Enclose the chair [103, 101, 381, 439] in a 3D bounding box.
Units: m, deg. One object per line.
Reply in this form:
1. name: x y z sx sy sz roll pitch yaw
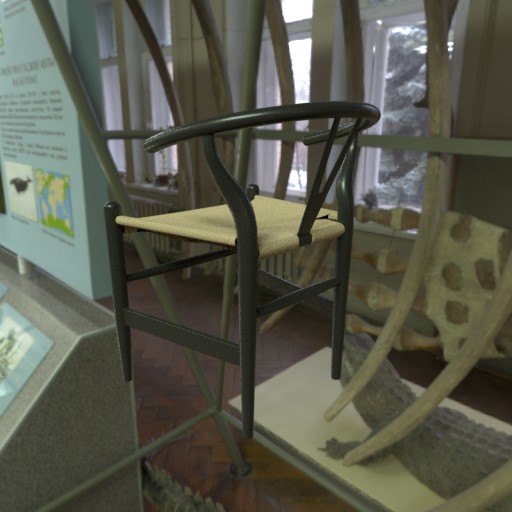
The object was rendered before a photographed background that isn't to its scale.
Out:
1. chair: 0.000 0.000 1.151 0.570 0.739 0.570 15 22 43
